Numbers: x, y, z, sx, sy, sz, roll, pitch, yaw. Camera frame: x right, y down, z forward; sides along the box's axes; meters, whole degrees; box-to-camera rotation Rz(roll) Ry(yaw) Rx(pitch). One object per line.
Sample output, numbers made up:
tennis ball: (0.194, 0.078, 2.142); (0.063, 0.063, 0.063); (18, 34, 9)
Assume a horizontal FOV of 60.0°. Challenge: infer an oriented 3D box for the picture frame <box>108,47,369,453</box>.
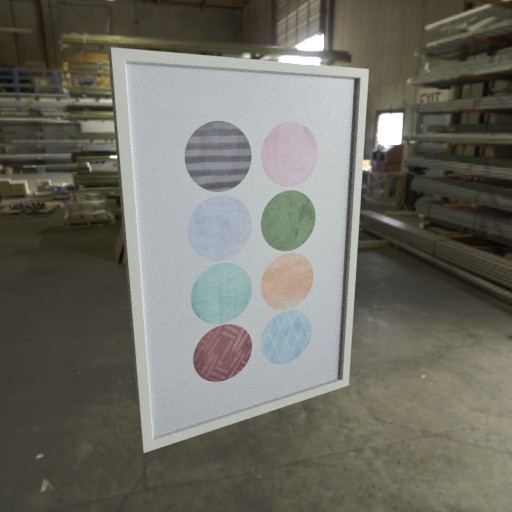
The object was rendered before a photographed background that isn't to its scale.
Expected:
picture frame: (0.000, 0.000, 0.533); (0.305, 0.434, 0.013); (-8, 18, -27)
